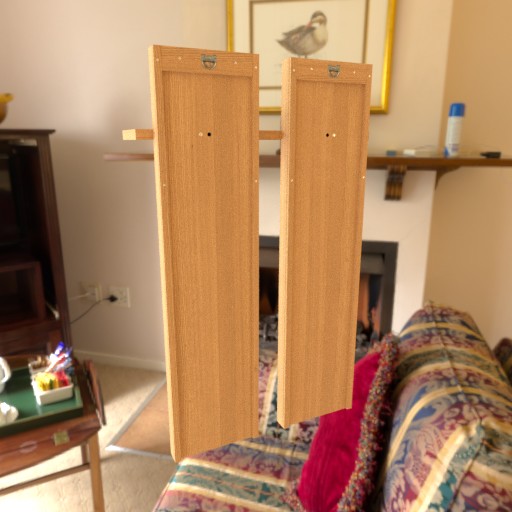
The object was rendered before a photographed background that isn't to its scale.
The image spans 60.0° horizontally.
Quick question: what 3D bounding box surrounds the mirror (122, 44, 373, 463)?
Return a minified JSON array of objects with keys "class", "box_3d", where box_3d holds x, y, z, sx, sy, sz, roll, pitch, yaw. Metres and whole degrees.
[{"class":"mirror","box_3d":[0.000,0.000,1.543,0.800,1.250,0.260,-7,16,-25]}]
